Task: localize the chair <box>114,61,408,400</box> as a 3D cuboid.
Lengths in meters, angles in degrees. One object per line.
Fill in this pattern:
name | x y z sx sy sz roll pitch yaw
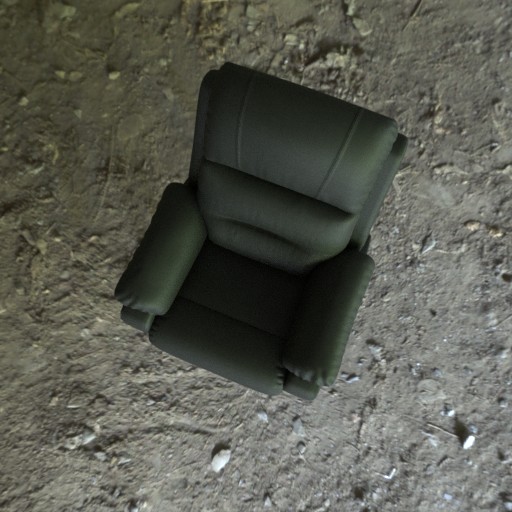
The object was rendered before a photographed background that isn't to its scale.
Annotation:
chair | 0.000 0.000 1.679 0.855 0.992 0.919 21 76 6
